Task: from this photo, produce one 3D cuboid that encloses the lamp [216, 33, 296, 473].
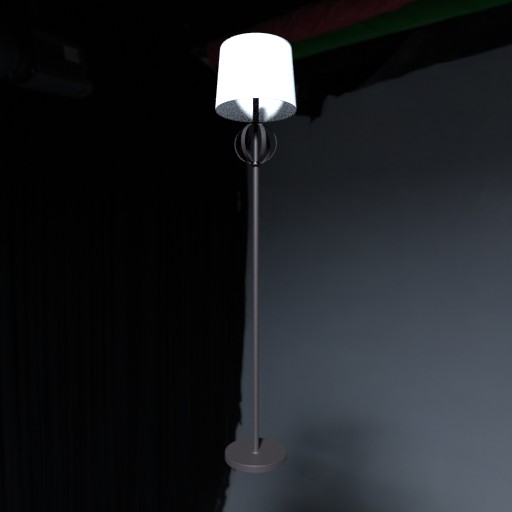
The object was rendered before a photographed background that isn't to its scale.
[{"bbox_3d":[0.000,0.000,1.591,0.286,1.462,0.286,1,2,37],"label":"lamp"}]
